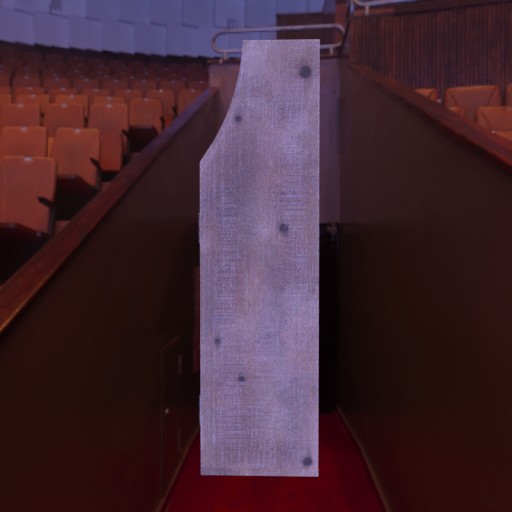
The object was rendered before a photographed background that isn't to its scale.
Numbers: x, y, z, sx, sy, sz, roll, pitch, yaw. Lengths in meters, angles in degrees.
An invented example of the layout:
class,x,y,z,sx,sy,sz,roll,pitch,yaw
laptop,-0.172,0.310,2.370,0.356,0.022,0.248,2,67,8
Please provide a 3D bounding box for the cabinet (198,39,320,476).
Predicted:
class,x,y,z,sx,sy,sz,roll,pitch,yaw
cabinet,0.000,0.000,0.845,0.184,0.590,0.489,0,1,2
